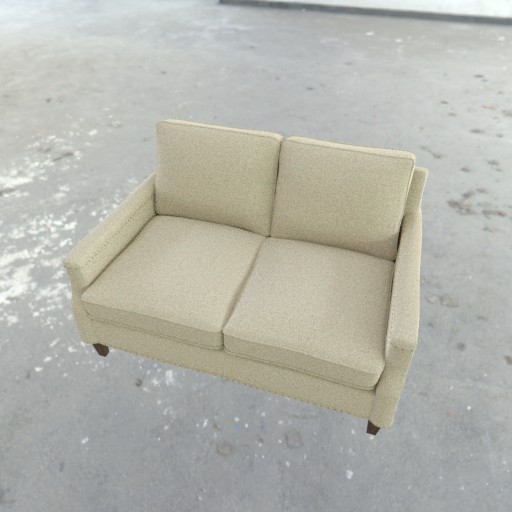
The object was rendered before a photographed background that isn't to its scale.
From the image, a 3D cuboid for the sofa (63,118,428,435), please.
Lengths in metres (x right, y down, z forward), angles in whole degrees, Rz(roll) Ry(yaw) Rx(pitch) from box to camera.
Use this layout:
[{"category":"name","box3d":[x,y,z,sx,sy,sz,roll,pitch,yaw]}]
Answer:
[{"category":"sofa","box3d":[0.000,0.000,2.270,1.597,1.003,1.084,12,41,14]}]
